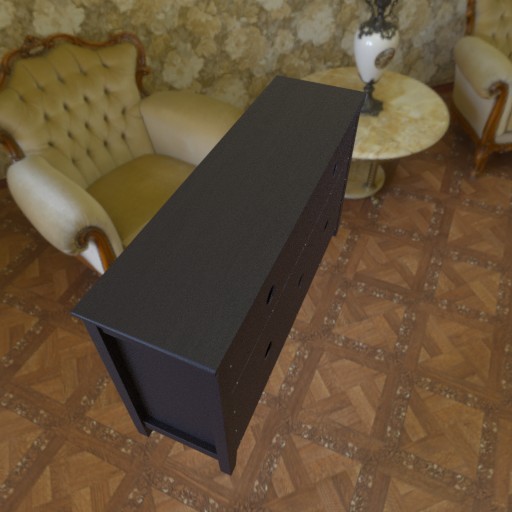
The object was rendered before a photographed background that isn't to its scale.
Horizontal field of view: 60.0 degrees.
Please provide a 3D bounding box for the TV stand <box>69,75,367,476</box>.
[{"bbox_3d":[0.000,0.000,1.502,0.347,0.681,1.198,17,50,16],"label":"TV stand"}]
